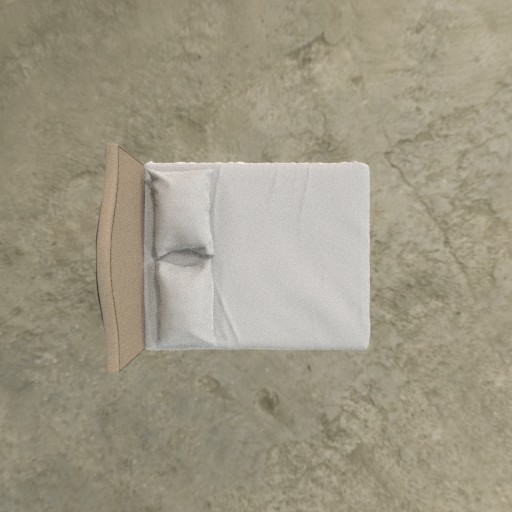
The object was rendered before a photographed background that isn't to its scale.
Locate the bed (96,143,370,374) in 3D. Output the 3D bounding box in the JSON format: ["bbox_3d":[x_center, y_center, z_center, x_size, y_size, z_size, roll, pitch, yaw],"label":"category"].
[{"bbox_3d":[0.000,0.000,3.665,2.221,1.645,1.876,0,91,0],"label":"bed"}]
